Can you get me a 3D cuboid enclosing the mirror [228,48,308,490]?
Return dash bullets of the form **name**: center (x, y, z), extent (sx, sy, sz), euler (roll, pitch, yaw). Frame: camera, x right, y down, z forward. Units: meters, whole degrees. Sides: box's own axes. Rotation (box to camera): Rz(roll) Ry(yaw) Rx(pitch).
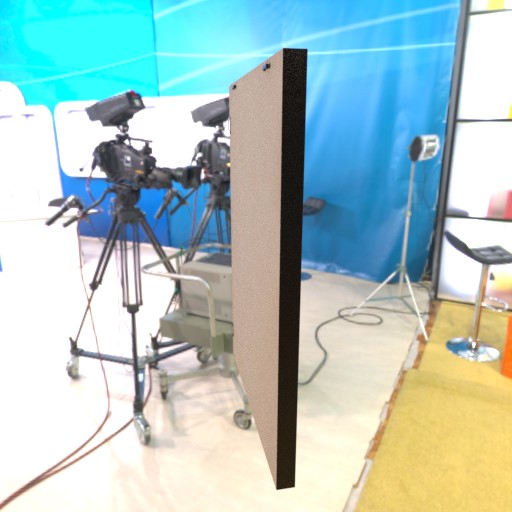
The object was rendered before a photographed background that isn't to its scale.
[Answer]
- **mirror**: center (0.000, 0.000, 0.921), extent (0.039, 0.710, 0.507), euler (-3, 16, -11)
